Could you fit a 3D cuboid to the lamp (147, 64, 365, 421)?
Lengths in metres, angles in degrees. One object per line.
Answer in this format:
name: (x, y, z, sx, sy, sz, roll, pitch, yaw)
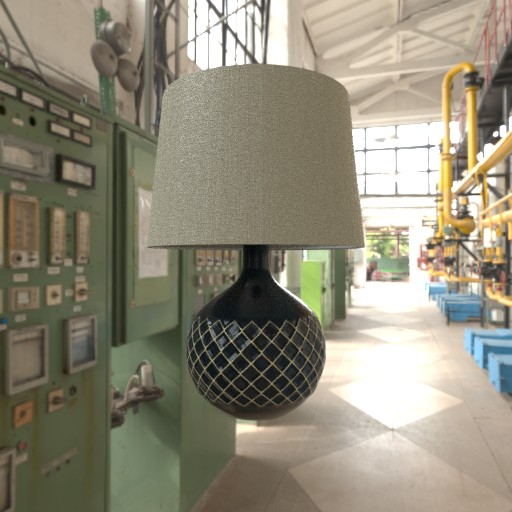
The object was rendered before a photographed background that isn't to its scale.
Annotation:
lamp: (0.000, 0.000, 0.785, 0.376, 0.540, 0.376, 0, -1, 0)
